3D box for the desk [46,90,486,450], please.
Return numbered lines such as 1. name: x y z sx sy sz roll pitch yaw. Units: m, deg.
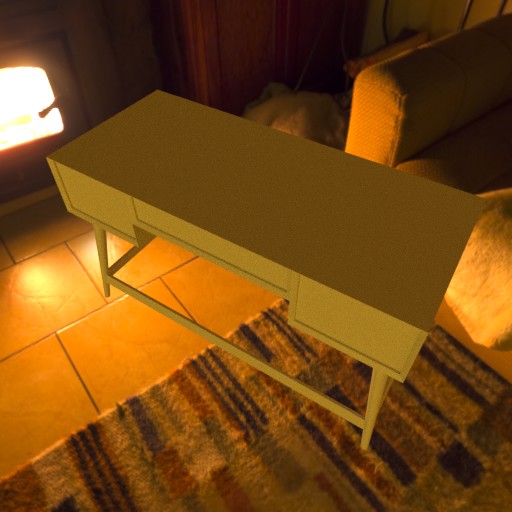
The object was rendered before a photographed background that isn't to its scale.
1. desk: 0.000 0.000 1.709 1.313 0.762 0.589 25 52 21
